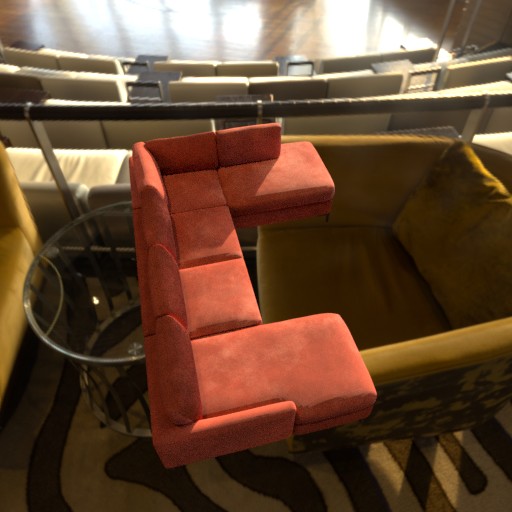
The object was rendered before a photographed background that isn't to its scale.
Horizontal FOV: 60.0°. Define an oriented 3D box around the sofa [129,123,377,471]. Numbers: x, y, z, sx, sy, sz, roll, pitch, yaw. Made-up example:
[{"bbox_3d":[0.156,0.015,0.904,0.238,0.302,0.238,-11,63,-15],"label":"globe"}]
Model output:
[{"bbox_3d":[0.000,0.000,3.852,1.981,0.858,2.971,-10,50,-9],"label":"sofa"}]
